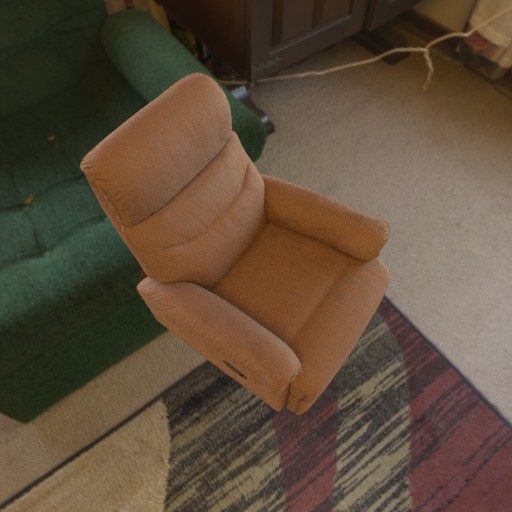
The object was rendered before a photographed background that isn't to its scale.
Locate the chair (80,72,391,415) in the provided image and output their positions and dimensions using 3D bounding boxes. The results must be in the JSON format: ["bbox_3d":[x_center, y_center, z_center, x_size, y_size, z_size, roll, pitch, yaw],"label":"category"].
[{"bbox_3d":[0.000,0.000,1.782,1.004,1.037,0.820,31,63,18],"label":"chair"}]
